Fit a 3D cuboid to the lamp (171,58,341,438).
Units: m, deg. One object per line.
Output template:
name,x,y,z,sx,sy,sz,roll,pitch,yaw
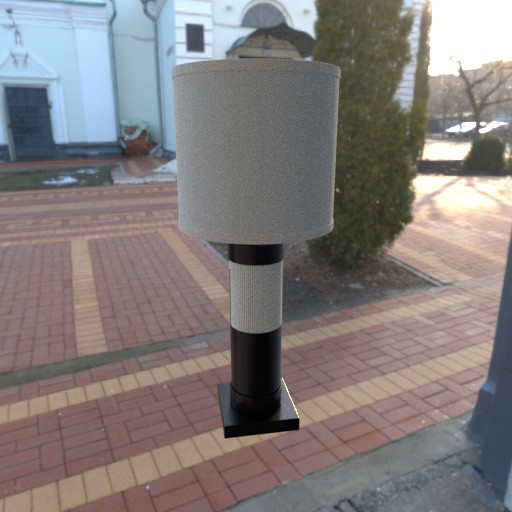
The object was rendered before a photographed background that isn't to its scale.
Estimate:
lamp,0.000,0.000,0.626,0.211,0.509,0.211,-3,17,-9
